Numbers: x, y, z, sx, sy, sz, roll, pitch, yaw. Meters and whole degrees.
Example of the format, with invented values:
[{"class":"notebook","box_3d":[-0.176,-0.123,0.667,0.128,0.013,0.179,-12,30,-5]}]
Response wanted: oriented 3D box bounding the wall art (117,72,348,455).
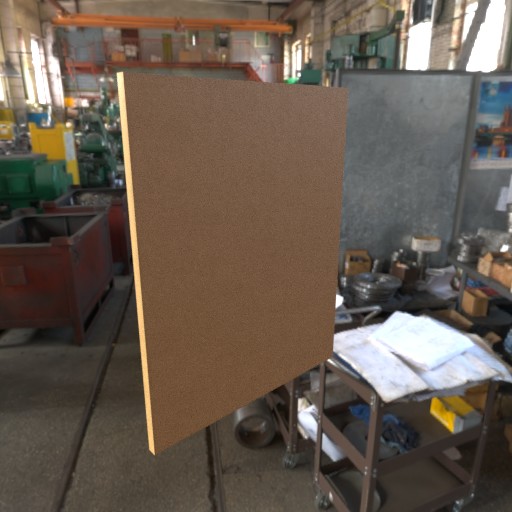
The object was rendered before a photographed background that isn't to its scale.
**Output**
[{"class":"wall art","box_3d":[0.000,0.000,1.366,0.798,1.002,0.030,-15,23,-40]}]
